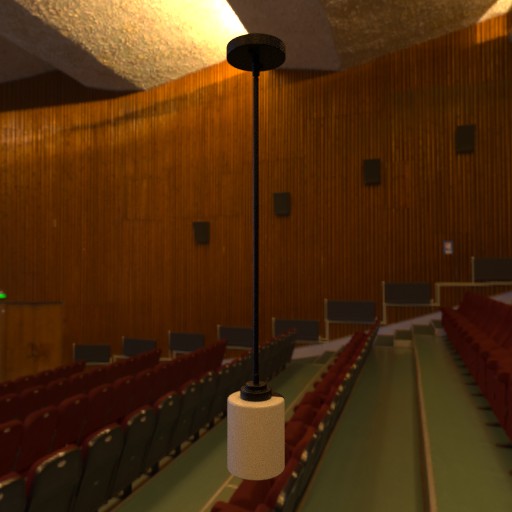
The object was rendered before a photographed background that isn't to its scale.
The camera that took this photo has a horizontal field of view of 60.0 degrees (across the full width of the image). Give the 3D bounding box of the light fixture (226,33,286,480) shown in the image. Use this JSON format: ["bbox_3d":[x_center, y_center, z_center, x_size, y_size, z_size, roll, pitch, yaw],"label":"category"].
[{"bbox_3d":[0.000,0.000,0.915,0.123,0.863,0.123,0,-1,18],"label":"light fixture"}]
